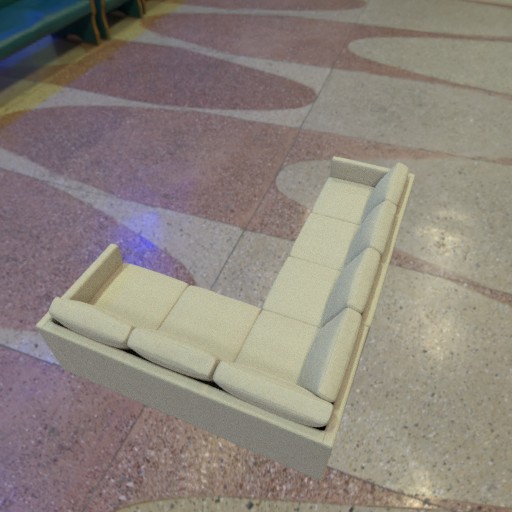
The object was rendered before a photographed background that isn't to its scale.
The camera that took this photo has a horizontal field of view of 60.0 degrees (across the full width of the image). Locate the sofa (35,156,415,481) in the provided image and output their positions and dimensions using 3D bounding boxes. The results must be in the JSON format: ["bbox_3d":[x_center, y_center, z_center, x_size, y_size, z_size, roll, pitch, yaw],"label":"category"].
[{"bbox_3d":[0.000,0.000,4.317,2.432,0.871,3.182,17,49,16],"label":"sofa"}]
